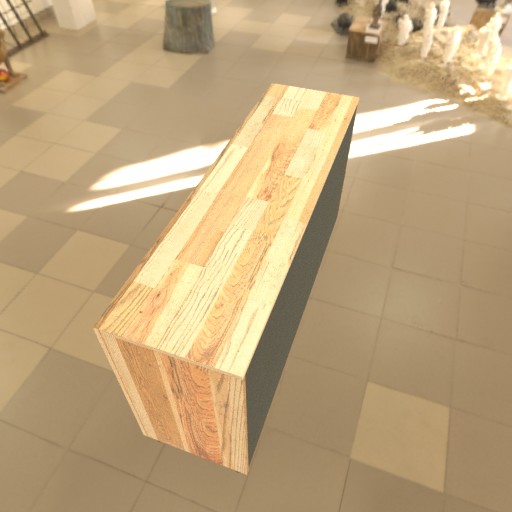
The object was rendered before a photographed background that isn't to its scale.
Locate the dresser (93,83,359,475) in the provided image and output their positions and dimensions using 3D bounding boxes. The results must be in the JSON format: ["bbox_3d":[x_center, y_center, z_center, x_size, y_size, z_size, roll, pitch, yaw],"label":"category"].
[{"bbox_3d":[0.000,0.000,1.972,0.487,0.834,1.547,15,49,13],"label":"dresser"}]
